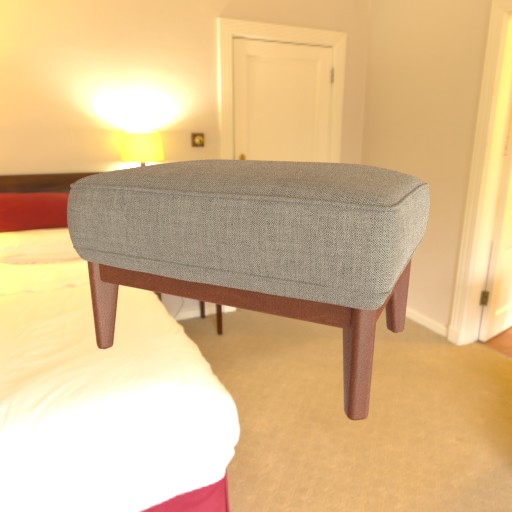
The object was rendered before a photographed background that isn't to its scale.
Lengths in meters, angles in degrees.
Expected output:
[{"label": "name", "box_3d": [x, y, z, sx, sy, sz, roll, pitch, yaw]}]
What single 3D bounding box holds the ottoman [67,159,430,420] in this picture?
[{"label": "ottoman", "box_3d": [0.000, 0.000, 1.108, 0.750, 0.458, 0.555, 8, 17, 26]}]
